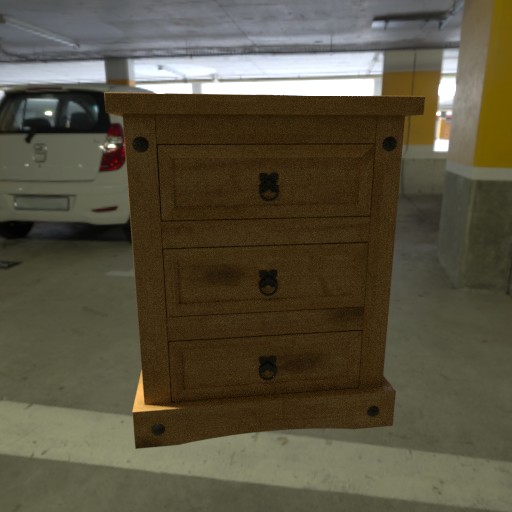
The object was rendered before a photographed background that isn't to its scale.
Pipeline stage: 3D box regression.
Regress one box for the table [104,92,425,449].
[{"bbox_3d":[0.000,0.000,1.242,0.660,0.813,0.500,-2,15,-7],"label":"table"}]
